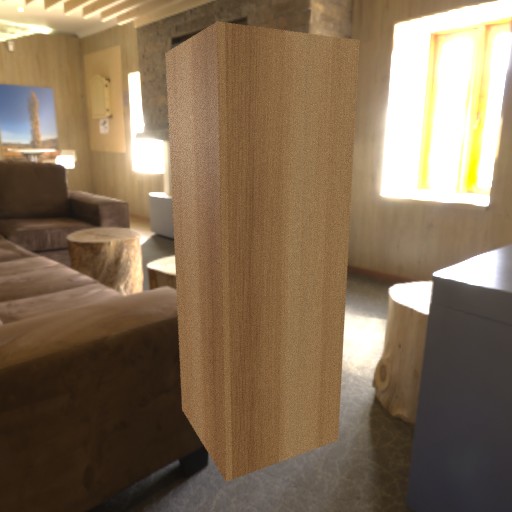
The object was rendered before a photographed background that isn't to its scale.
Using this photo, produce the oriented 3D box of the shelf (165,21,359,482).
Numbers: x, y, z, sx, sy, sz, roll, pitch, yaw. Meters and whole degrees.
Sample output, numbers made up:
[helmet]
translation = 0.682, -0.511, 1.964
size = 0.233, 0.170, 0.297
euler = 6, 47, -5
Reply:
[shelf]
translation = 0.000, 0.000, 1.004
size = 0.290, 0.872, 0.290
euler = -7, 16, -26
